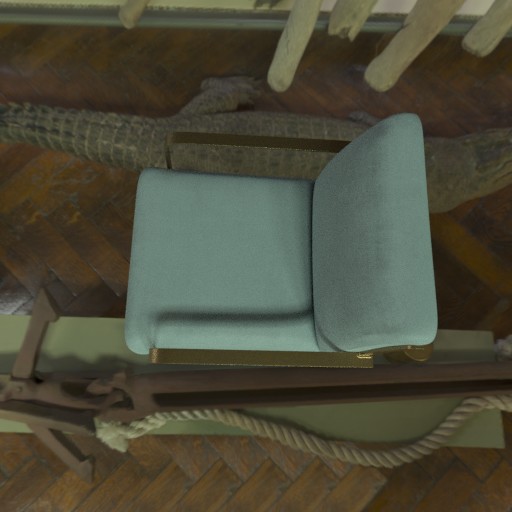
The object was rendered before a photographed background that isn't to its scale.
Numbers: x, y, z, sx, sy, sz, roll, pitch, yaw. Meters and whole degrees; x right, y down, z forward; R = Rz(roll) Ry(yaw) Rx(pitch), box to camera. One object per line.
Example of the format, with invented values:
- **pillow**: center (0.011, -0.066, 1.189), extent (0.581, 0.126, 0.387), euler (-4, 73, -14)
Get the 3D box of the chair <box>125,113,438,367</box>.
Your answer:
- **chair**: center (0.000, 0.000, 1.463), extent (0.842, 0.824, 0.701), euler (1, 76, 0)
